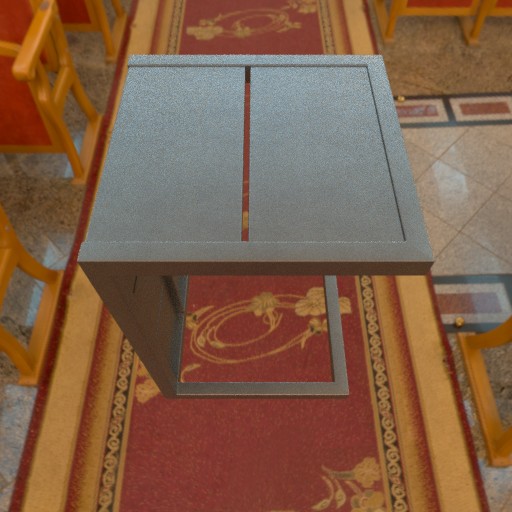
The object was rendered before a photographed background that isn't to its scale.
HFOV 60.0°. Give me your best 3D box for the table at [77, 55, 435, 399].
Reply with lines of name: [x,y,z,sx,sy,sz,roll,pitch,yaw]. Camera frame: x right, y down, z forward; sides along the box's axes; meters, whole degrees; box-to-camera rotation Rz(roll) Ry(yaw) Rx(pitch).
table: [0.000,0.000,0.883,0.420,0.609,0.405,0,57,0]
